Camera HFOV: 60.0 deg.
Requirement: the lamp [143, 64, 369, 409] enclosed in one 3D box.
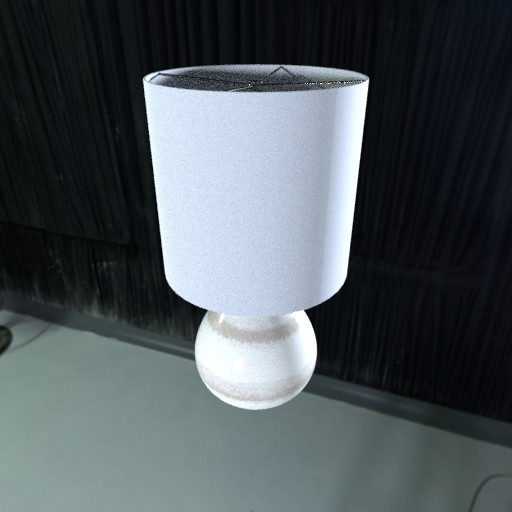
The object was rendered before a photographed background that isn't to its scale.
[{"bbox_3d":[0.000,0.000,0.532,0.217,0.404,0.217,8,30,14],"label":"lamp"}]
